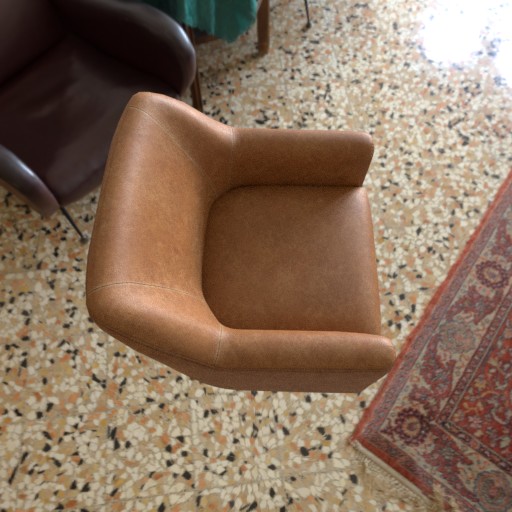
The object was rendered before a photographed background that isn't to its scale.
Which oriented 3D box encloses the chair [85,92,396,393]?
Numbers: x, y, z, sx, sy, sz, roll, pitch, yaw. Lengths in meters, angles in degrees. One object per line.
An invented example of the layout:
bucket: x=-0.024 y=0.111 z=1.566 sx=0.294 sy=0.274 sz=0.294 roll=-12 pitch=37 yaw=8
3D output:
chair: x=0.000 y=0.000 z=1.857 sx=1.034 sy=0.980 sz=1.037 roll=2 pitch=65 yaw=1
